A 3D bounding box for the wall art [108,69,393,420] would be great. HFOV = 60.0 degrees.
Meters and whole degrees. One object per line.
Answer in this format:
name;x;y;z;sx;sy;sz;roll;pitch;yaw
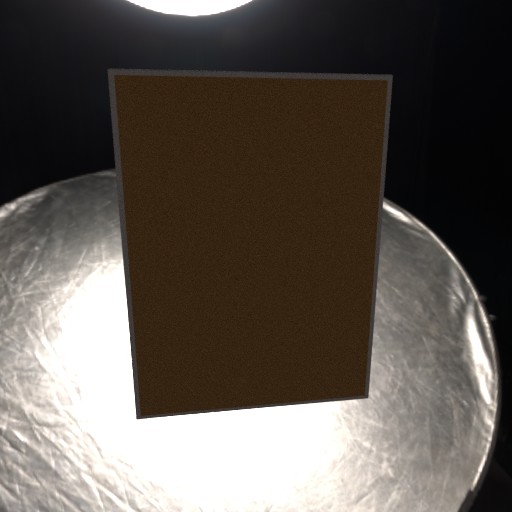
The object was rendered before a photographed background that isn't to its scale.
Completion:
wall art;0.000;0.000;1.585;0.914;1.221;0.046;-2;15;-9
